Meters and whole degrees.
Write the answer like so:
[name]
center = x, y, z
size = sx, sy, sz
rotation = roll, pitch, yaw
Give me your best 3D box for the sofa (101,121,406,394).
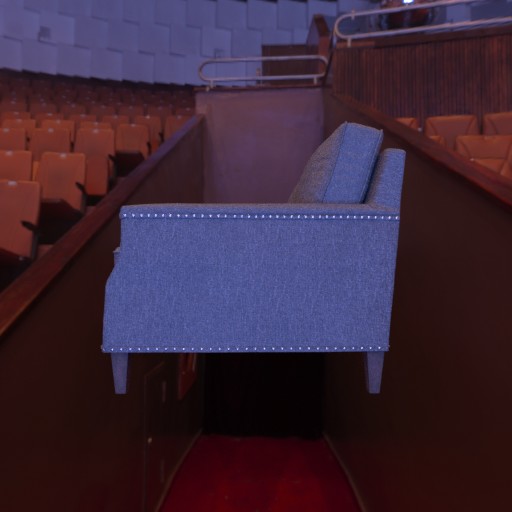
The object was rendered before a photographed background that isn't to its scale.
[sofa]
center = 0.000, 0.000, 2.302
size = 1.084, 1.003, 1.597
rotation = 0, -2, 0
